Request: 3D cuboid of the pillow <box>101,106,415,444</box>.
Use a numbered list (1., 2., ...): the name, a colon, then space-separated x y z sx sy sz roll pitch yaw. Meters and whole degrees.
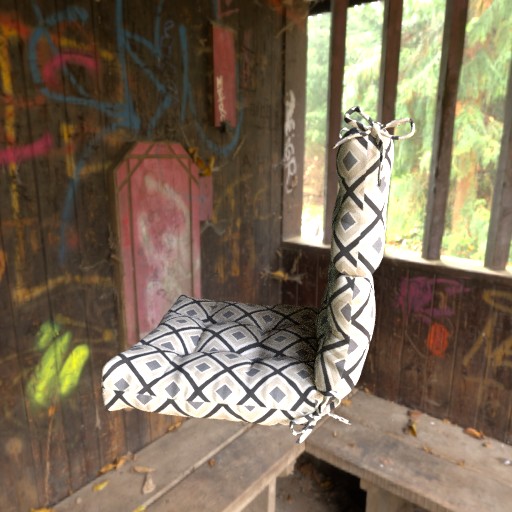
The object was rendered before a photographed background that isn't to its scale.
1. pillow: 0.000 0.000 1.002 0.571 0.605 0.519 2 14 10
